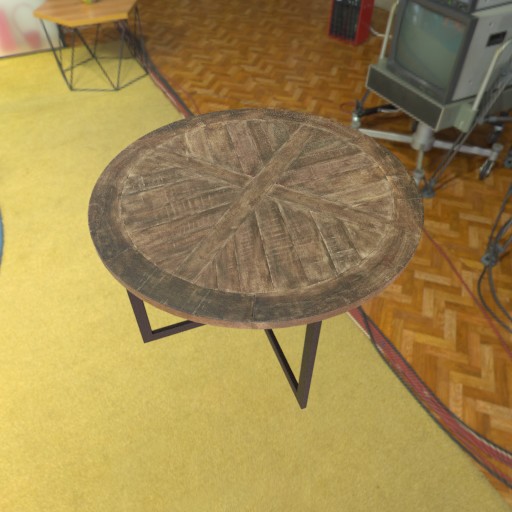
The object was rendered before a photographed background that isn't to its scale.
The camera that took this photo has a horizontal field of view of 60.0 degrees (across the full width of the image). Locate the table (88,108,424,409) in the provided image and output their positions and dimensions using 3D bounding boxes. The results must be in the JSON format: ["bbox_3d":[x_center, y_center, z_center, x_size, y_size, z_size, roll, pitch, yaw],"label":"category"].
[{"bbox_3d":[0.000,0.000,1.993,1.264,0.762,1.264,0,46,0],"label":"table"}]
